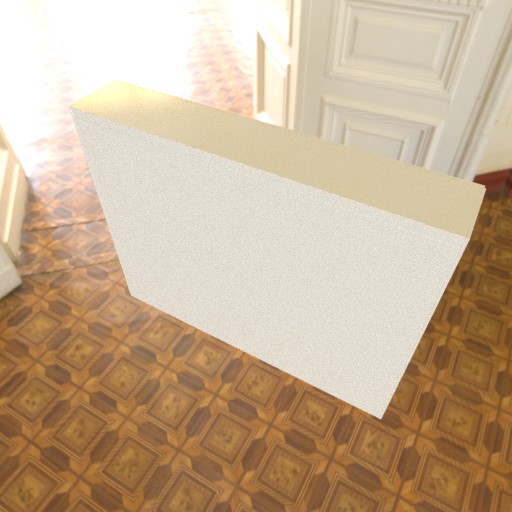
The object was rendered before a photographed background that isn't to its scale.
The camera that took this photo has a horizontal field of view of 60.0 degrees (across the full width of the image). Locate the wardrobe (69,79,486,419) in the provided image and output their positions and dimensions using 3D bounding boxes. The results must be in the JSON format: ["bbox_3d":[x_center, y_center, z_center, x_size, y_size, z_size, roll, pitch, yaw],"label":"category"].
[{"bbox_3d":[0.000,0.000,3.957,3.000,2.360,0.580,22,51,20],"label":"wardrobe"}]
